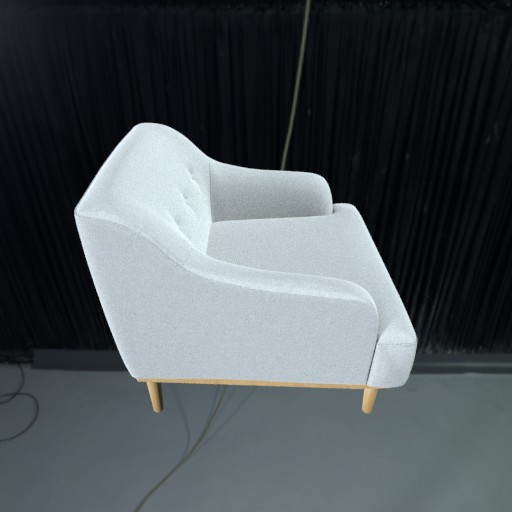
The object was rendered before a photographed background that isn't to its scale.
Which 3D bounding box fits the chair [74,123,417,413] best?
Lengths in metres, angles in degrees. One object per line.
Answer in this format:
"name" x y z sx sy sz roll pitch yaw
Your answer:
"chair" 0.000 0.000 1.656 0.951 0.818 0.946 -1 33 -1
